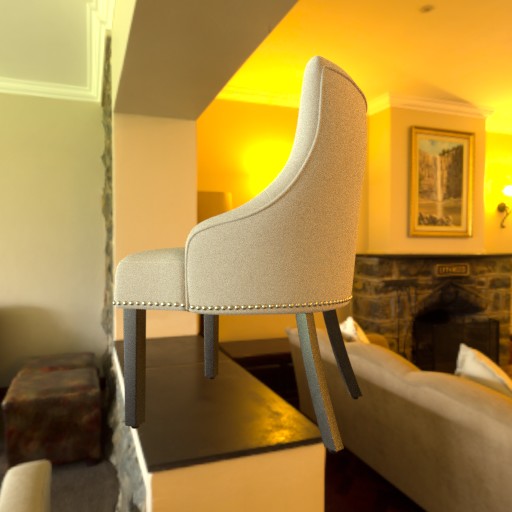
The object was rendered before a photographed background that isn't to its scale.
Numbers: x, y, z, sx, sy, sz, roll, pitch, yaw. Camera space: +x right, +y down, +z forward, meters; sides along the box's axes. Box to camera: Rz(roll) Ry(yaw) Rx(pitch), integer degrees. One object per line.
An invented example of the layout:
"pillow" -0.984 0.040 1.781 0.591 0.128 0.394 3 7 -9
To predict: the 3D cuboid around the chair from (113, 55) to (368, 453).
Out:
"chair" 0.000 0.000 1.304 0.629 0.909 0.566 0 1 20
